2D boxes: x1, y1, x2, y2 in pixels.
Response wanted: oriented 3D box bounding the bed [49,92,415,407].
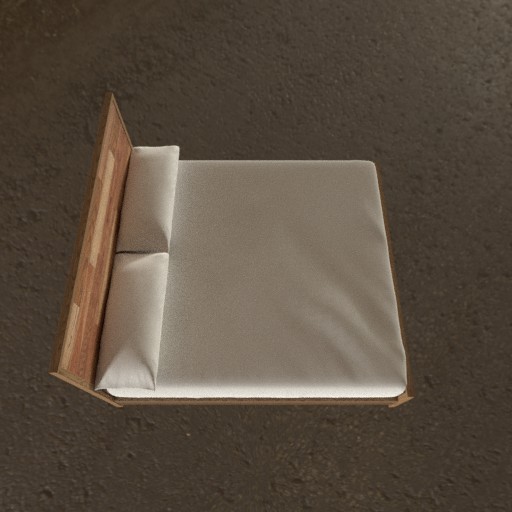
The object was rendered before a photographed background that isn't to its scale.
[{"bbox_3d":[0.000,0.000,3.357,2.184,1.295,2.013,0,64,0],"label":"bed"}]
